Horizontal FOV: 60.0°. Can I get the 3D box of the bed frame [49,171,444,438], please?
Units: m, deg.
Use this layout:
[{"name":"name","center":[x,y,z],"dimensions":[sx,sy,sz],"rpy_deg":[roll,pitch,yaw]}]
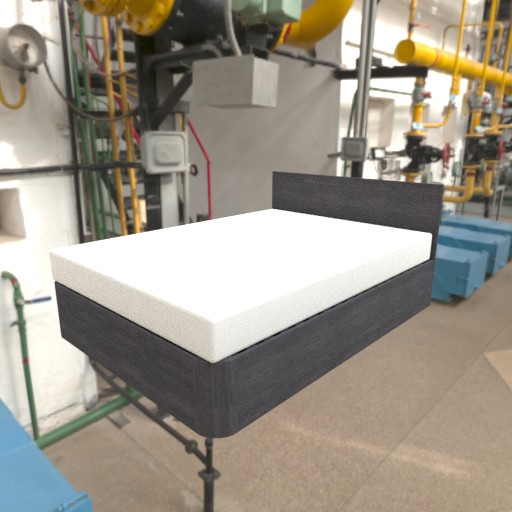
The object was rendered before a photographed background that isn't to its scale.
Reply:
[{"name":"bed frame","center":[0.000,0.000,2.648],"dimensions":[1.400,0.800,1.900],"rpy_deg":[14,21,42]}]
